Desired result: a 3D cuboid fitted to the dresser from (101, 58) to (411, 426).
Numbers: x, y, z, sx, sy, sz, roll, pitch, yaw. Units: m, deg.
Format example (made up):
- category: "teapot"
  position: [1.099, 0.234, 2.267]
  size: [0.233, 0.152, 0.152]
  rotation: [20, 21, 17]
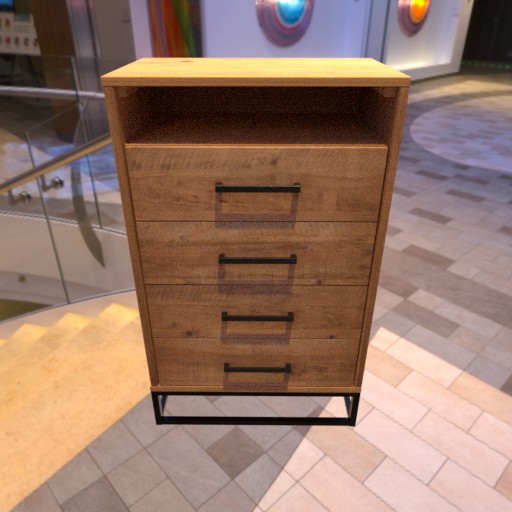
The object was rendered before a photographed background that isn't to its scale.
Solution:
- category: "dresser"
  position: [0.000, 0.000, 1.567]
  size: [0.761, 1.240, 0.479]
  rotation: [0, 29, 0]
